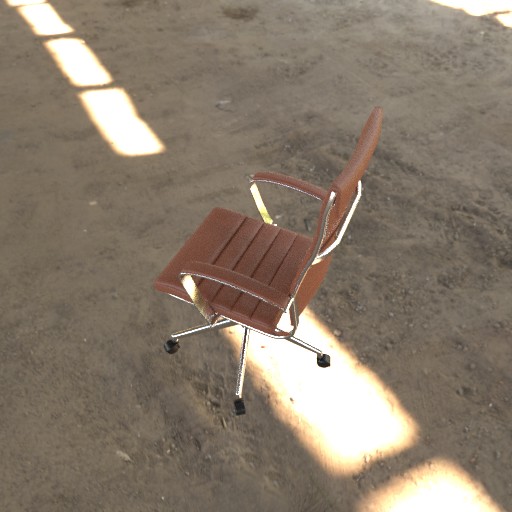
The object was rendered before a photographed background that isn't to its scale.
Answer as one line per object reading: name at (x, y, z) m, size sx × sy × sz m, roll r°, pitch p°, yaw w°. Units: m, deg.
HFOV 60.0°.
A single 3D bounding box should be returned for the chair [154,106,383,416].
chair at (0.000, 0.000, 1.692) m, size 0.739 × 1.149 × 0.766 m, roll 18°, pitch 49°, yaw 17°
